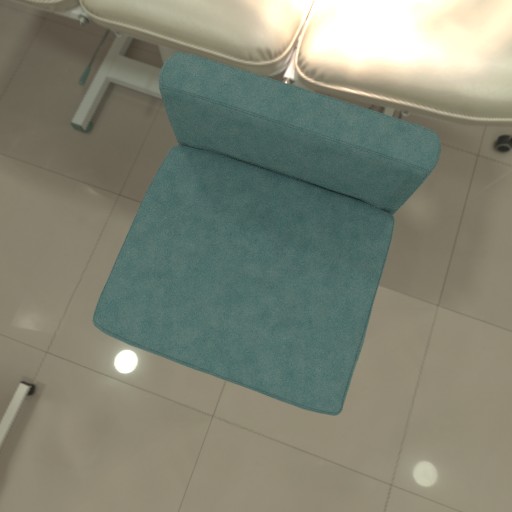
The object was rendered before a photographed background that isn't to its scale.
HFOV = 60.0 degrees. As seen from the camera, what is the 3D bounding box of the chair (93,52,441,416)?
[{"bbox_3d":[0.000,0.000,1.240,0.684,0.660,0.685,19,77,5],"label":"chair"}]
